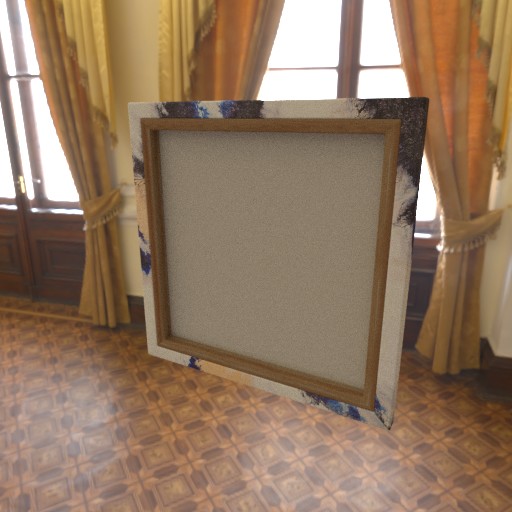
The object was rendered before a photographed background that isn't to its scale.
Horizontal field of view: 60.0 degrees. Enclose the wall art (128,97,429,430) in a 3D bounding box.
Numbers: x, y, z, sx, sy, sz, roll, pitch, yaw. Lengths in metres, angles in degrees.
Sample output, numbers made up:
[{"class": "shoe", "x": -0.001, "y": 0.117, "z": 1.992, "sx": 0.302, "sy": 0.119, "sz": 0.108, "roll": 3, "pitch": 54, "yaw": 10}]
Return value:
[{"class": "wall art", "x": 0.000, "y": 0.000, "z": 0.919, "sx": 0.609, "sy": 0.609, "sz": 0.039, "roll": 9, "pitch": 20, "yaw": 27}]
